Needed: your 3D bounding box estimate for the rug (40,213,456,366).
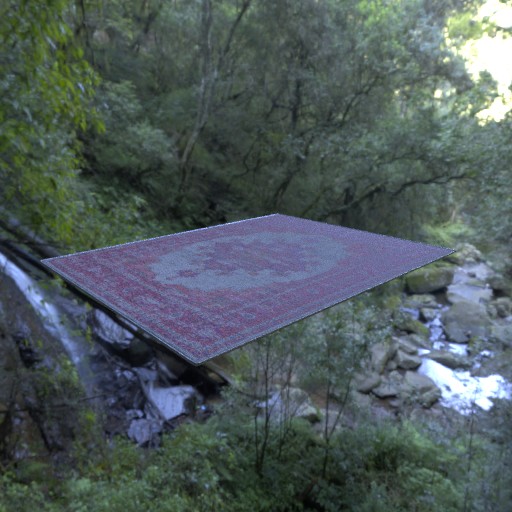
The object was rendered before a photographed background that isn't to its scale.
[{"bbox_3d":[0.000,0.000,4.188,3.123,0.017,2.447,-15,23,-41],"label":"rug"}]
